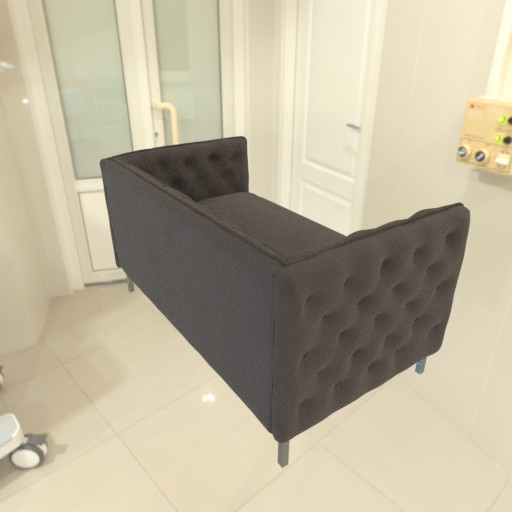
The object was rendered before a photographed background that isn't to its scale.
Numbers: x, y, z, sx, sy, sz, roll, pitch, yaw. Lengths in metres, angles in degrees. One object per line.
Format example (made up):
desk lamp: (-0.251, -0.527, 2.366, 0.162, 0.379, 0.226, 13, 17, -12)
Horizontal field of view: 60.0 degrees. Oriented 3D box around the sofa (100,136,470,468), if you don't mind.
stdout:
sofa: (0.000, 0.000, 2.119, 0.909, 0.810, 1.583, -18, 32, -31)
